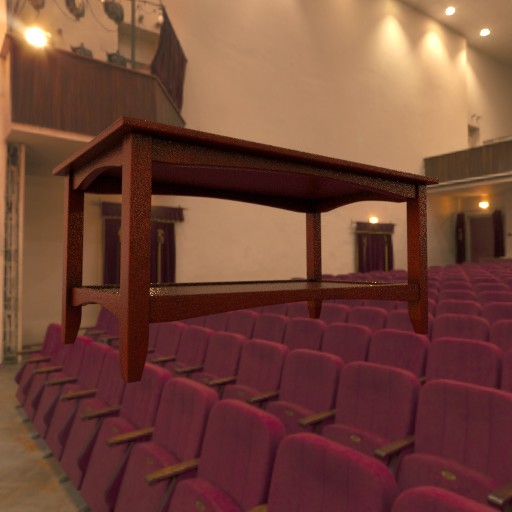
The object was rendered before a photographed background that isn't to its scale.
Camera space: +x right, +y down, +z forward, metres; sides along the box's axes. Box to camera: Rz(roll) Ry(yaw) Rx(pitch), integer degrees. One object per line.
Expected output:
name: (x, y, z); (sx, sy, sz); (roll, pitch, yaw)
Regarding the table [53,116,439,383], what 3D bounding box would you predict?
table: (0.000, 0.000, 1.230); (0.943, 0.456, 0.533); (1, -1, -36)
